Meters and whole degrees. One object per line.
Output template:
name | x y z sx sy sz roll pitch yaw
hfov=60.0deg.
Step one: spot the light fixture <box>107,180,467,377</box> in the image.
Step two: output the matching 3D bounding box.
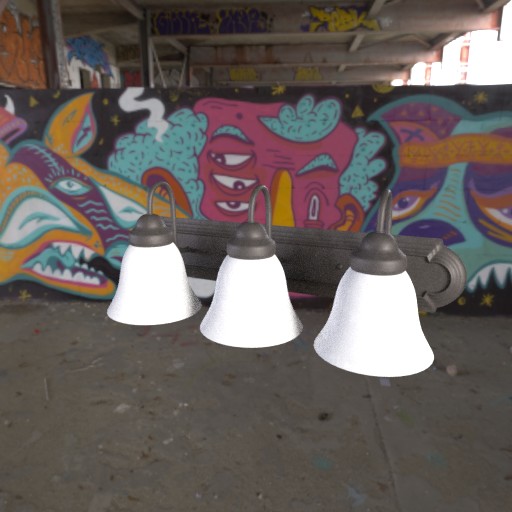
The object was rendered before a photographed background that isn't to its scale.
light fixture | 0.000 0.000 0.703 0.610 0.222 0.199 7 15 25
